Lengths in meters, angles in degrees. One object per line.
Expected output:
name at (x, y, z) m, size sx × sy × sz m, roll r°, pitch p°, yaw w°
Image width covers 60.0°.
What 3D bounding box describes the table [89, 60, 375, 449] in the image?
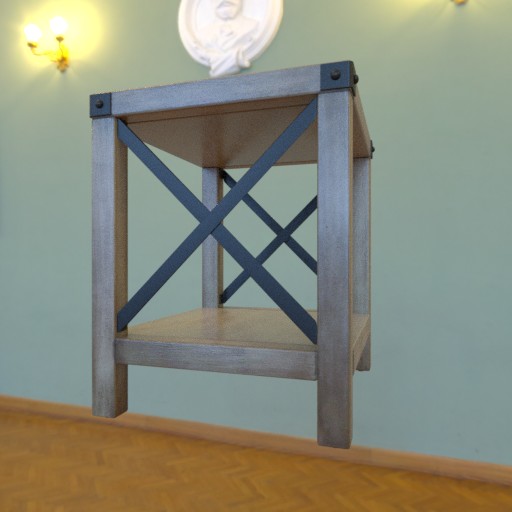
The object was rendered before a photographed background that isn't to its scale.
table at (0.000, 0.000, 0.930) m, size 0.459 × 0.561 × 0.510 m, roll 0°, pitch 0°, yaw 18°
